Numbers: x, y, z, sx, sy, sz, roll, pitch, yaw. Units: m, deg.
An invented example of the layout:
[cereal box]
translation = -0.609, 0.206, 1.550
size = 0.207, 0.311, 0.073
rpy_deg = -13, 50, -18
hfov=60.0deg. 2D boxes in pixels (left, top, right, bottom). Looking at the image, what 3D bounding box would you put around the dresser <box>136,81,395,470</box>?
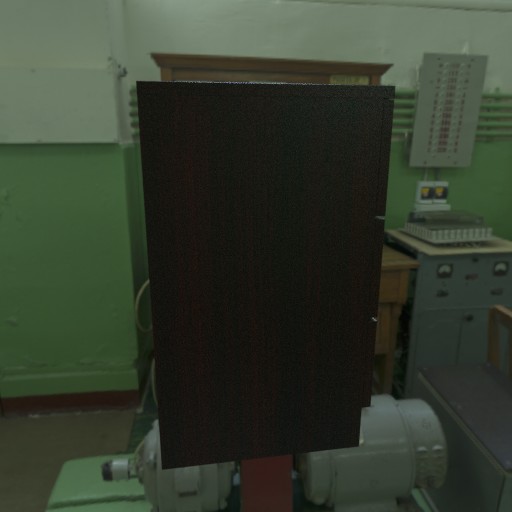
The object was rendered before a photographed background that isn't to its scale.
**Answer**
[dresser]
translation = 0.000, 0.000, 0.825
size = 0.360, 0.560, 0.400
rpy_deg = -3, 15, -9
